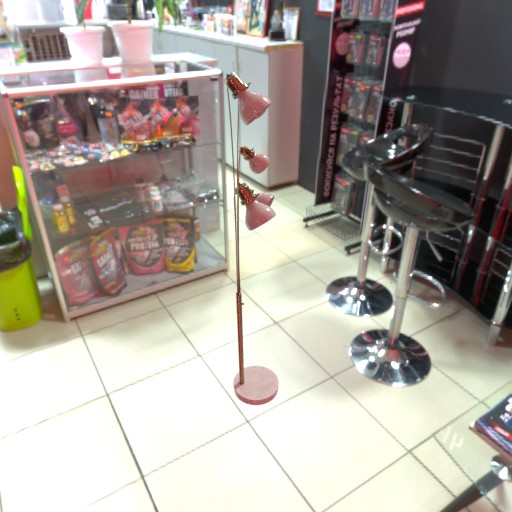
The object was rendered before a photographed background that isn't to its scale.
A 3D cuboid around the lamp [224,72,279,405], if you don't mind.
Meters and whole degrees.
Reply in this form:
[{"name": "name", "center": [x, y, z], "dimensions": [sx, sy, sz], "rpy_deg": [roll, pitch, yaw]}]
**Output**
[{"name": "lamp", "center": [0.000, 0.000, 2.929], "dimensions": [0.361, 2.423, 1.405], "rpy_deg": [0, 32, 1]}]
